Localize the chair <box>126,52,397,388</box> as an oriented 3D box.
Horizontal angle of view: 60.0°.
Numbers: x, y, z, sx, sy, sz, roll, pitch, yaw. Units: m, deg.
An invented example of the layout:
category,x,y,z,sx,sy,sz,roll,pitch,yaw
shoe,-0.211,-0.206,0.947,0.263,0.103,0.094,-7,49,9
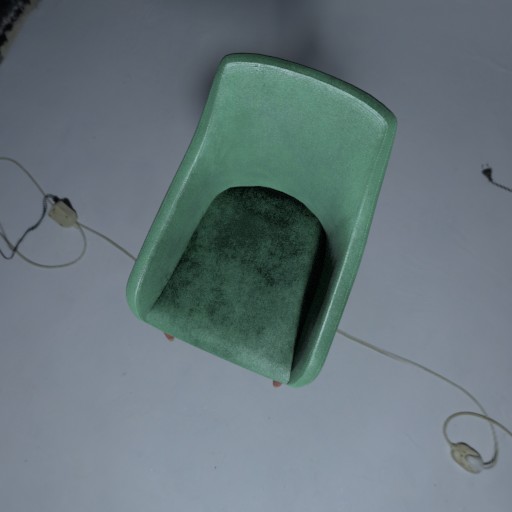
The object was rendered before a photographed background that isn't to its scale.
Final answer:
category,x,y,z,sx,sy,sz,roll,pitch,yaw
chair,0.000,0.000,1.570,0.683,1.081,0.794,22,77,6
